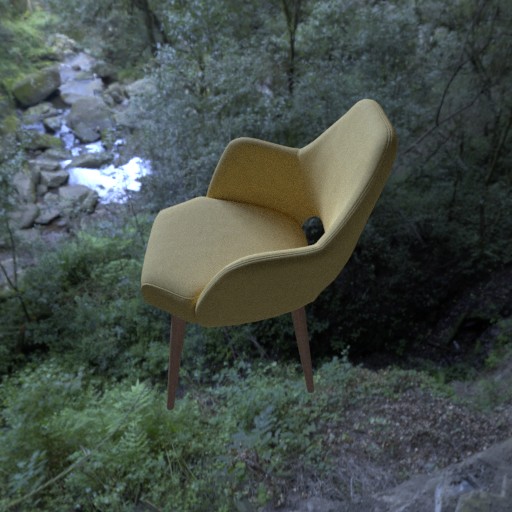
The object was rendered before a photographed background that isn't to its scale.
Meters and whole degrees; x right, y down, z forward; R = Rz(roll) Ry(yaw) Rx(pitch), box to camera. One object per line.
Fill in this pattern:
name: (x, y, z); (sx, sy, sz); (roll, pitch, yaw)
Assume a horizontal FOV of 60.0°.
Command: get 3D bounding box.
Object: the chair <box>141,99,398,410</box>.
chair: (0.000, 0.000, 1.271); (0.610, 0.840, 0.590); (-1, 42, -1)
